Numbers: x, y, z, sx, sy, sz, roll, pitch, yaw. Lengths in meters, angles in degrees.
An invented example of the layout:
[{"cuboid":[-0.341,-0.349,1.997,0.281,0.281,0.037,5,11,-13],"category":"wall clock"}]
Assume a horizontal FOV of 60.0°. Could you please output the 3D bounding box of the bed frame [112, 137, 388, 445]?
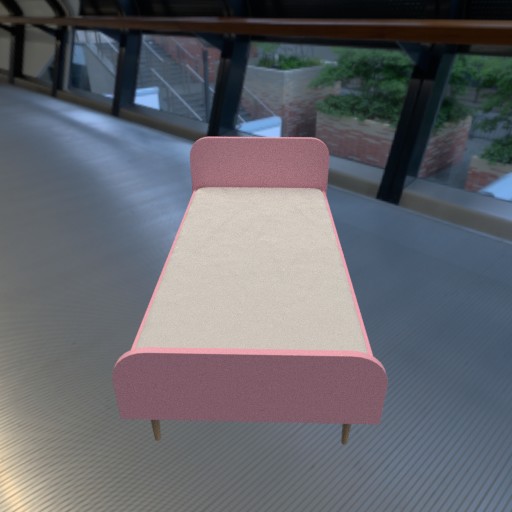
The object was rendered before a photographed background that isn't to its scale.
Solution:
[{"cuboid":[0.000,0.000,2.474,0.998,0.805,1.963,1,30,1],"category":"bed frame"}]
